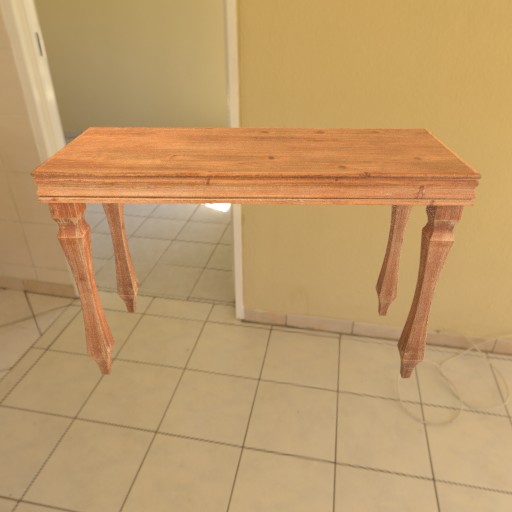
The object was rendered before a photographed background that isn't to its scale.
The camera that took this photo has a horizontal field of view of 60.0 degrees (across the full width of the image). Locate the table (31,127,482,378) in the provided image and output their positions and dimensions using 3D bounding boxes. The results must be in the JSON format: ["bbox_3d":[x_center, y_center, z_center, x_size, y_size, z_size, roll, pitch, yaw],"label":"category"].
[{"bbox_3d":[0.000,0.000,1.749,1.330,0.873,0.522,1,31,1],"label":"table"}]
